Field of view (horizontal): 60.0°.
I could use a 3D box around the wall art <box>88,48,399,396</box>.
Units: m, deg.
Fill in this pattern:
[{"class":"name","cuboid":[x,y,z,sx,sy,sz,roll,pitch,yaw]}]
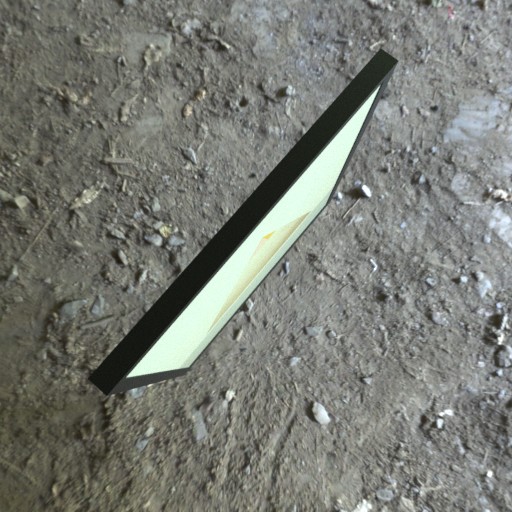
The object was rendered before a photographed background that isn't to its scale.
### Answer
[{"class":"wall art","cuboid":[0.000,0.000,0.751,0.028,0.511,0.513,39,80,8]}]
